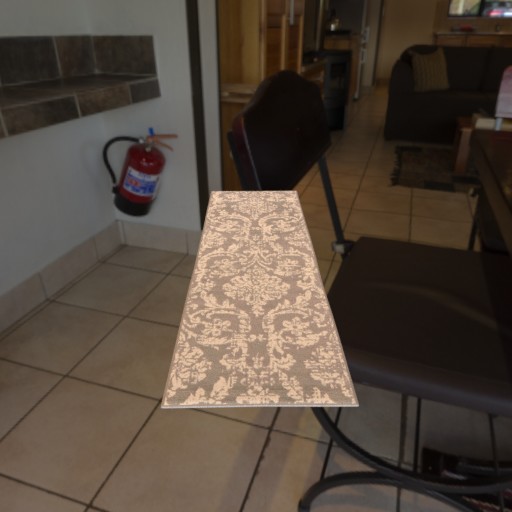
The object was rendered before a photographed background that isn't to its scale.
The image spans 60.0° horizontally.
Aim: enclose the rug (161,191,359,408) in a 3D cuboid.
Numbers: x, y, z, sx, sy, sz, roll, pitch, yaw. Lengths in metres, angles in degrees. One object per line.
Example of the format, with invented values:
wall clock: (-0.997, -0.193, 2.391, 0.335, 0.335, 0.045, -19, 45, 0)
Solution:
rug: (0.000, 0.000, 2.450, 0.662, 0.011, 2.196, 0, 27, -1)
